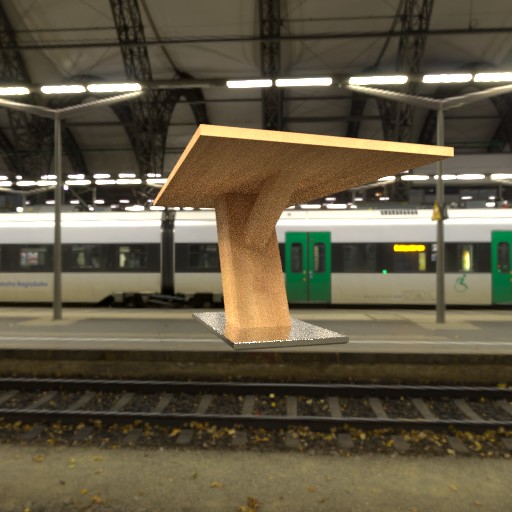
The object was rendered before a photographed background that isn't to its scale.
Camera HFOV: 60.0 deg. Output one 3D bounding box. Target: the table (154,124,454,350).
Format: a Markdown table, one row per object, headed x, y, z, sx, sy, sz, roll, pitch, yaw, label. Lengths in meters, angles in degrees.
| x | y | z | sx | sy | sz | roll | pitch | yaw | label |
| --- | --- | --- | --- | --- | --- | --- | --- | --- | --- |
| 0.000 | 0.000 | 2.285 | 0.900 | 0.750 | 1.800 | 0 | -1 | -17 | table |
